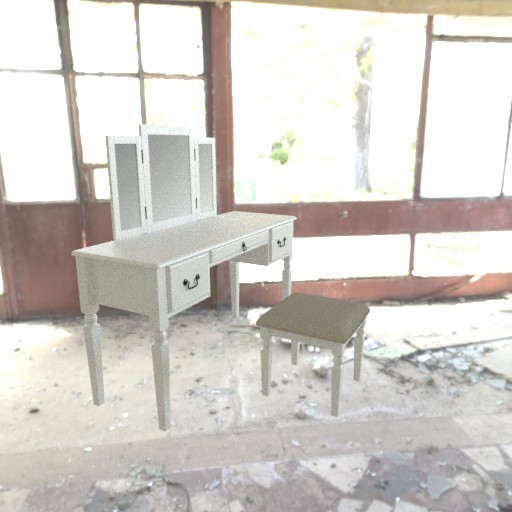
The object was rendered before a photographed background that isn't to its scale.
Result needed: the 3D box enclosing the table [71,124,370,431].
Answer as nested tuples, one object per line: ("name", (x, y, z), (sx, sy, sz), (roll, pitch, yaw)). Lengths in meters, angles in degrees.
("table", (0.000, 0.000, 2.286), (1.115, 1.310, 1.369), (8, 16, 27))
